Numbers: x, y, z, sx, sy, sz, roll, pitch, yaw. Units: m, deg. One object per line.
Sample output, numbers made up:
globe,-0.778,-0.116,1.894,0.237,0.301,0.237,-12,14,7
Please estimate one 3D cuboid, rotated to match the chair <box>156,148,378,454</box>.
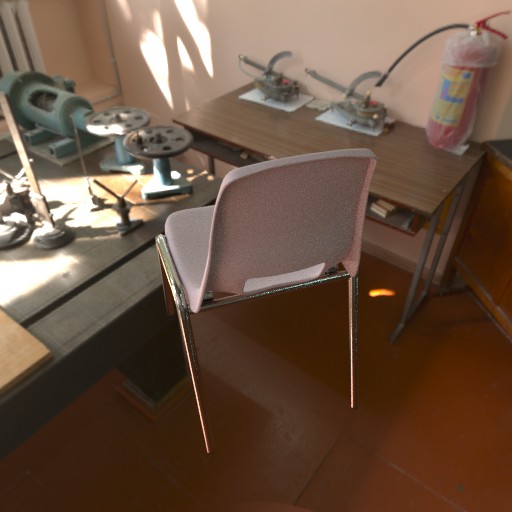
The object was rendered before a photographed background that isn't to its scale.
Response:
chair,0.000,0.000,0.919,0.381,0.653,0.436,-12,41,-14
